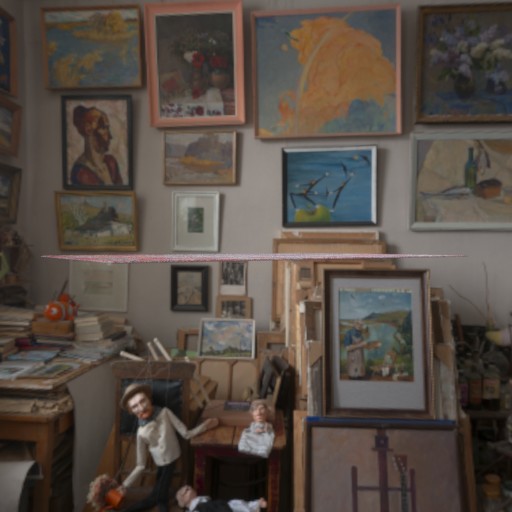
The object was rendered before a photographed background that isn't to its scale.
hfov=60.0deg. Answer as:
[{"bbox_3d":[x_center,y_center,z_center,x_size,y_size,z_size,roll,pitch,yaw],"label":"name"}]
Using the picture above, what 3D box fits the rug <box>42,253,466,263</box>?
[{"bbox_3d":[0.000,0.000,2.277,1.829,0.006,1.219,-1,1,-34],"label":"rug"}]
